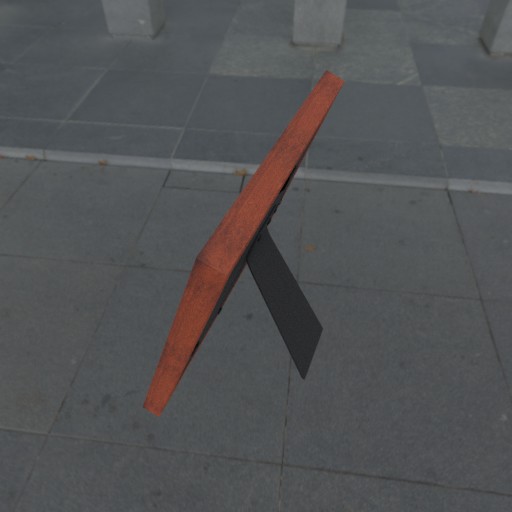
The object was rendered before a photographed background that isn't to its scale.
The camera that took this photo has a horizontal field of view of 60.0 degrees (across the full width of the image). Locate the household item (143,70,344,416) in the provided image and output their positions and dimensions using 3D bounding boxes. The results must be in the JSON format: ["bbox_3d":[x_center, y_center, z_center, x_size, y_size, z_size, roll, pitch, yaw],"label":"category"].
[{"bbox_3d":[0.000,0.000,0.392,0.131,0.240,0.240,16,48,15],"label":"household item"}]
